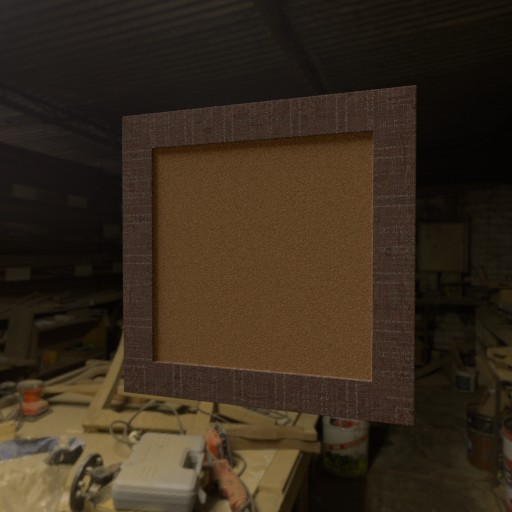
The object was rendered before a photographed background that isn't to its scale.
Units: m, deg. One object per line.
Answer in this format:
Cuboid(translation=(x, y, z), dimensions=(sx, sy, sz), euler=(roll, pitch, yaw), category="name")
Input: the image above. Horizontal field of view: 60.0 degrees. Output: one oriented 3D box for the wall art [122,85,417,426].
Cuboid(translation=(0.000, 0.000, 0.786), dimensions=(0.531, 0.531, 0.029), euler=(0, 1, 18), category="wall art")
